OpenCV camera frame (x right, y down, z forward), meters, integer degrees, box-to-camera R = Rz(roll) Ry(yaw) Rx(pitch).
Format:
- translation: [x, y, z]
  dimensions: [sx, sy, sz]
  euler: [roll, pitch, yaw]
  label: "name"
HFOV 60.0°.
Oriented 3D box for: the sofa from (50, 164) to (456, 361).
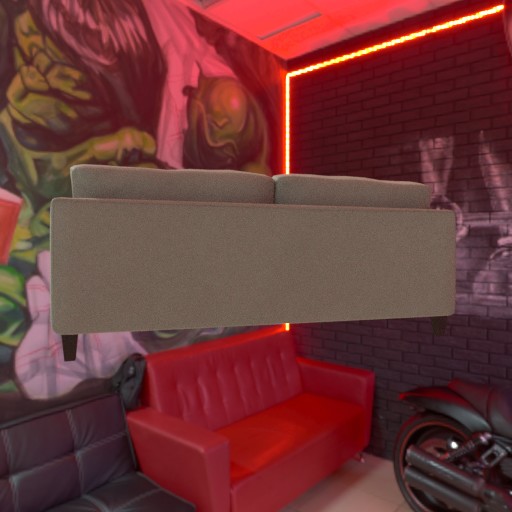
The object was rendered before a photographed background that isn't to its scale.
- translation: [0.000, 0.000, 2.694]
  dimensions: [2.181, 0.932, 0.948]
  euler: [0, 1, -17]
  label: "sofa"
